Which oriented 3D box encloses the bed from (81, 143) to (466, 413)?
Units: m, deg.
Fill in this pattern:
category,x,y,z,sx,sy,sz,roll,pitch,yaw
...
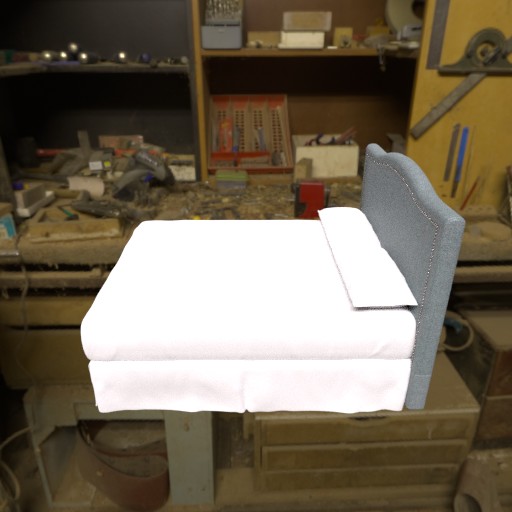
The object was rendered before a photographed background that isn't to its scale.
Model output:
category,x,y,z,sx,sy,sz,roll,pitch,yaw
bed,0.000,0.000,3.288,2.143,1.460,1.753,0,26,0
